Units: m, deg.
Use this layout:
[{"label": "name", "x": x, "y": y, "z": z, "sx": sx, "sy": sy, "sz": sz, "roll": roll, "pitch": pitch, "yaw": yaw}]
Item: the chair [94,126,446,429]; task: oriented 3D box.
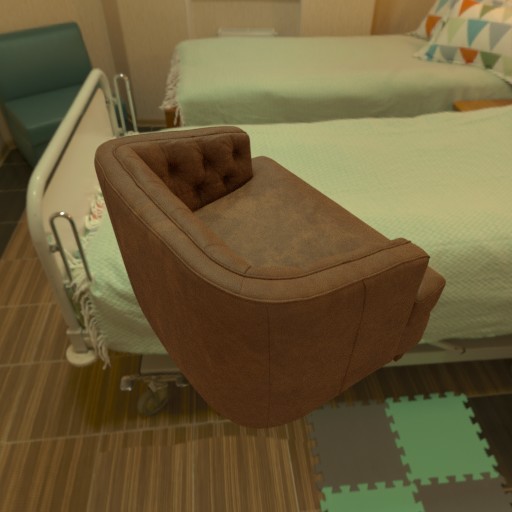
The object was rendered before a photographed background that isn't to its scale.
[{"label": "chair", "x": 0.000, "y": 0.000, "z": 1.730, "sx": 0.911, "sy": 0.836, "sz": 1.119, "roll": -25, "pitch": 47, "yaw": -25}]
